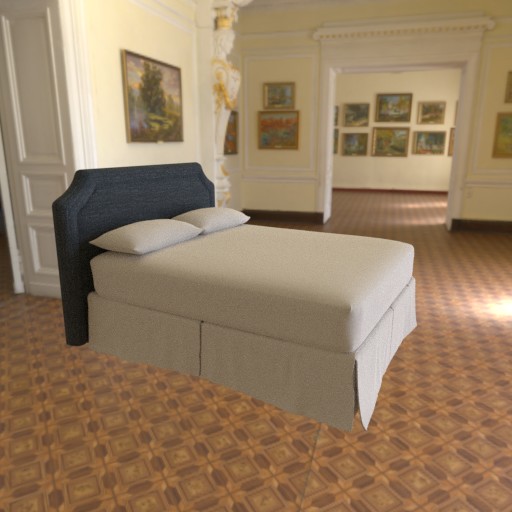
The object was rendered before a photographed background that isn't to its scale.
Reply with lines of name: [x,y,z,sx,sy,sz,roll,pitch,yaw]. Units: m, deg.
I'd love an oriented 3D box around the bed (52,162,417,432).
bed: [0.000,0.000,3.356,2.208,1.297,1.828,8,16,28]
